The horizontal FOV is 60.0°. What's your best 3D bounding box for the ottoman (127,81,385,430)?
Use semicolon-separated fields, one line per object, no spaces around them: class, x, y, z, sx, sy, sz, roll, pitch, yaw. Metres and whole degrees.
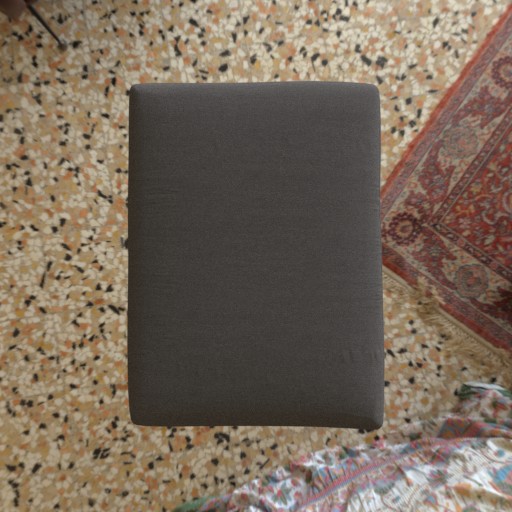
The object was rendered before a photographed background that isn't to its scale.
ottoman;0.000;0.000;1.169;0.569;0.500;0.771;0;89;0
